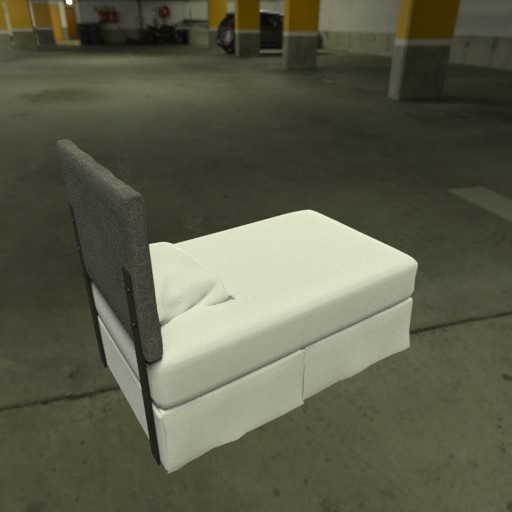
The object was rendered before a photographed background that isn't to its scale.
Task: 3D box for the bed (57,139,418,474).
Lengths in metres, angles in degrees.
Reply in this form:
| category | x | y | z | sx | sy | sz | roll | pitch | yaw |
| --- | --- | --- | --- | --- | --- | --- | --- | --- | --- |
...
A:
| category | x | y | z | sx | sy | sz | roll | pitch | yaw |
| --- | --- | --- | --- | --- | --- | --- | --- | --- | --- |
| bed | 0.000 | 0.000 | 2.933 | 1.997 | 1.571 | 1.261 | -17 | 32 | -30 |
